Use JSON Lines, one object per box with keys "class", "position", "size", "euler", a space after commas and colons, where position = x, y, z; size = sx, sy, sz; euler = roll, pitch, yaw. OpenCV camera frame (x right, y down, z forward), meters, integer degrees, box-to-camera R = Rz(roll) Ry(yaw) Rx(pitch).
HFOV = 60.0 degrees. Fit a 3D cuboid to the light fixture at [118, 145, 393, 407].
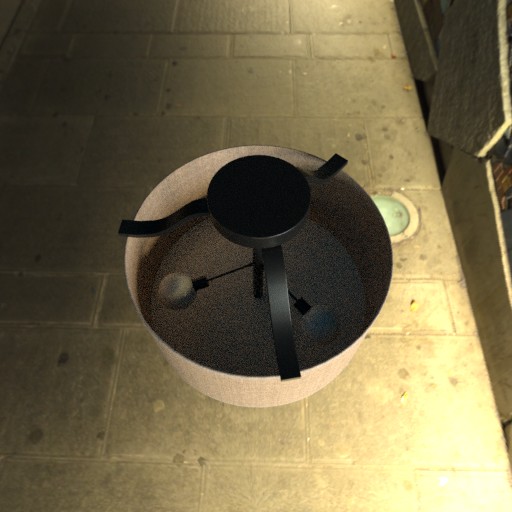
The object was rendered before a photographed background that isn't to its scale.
{"class": "light fixture", "position": [0.000, 0.000, 0.666], "size": [0.390, 0.306, 0.390], "euler": [0, 60, 0]}
